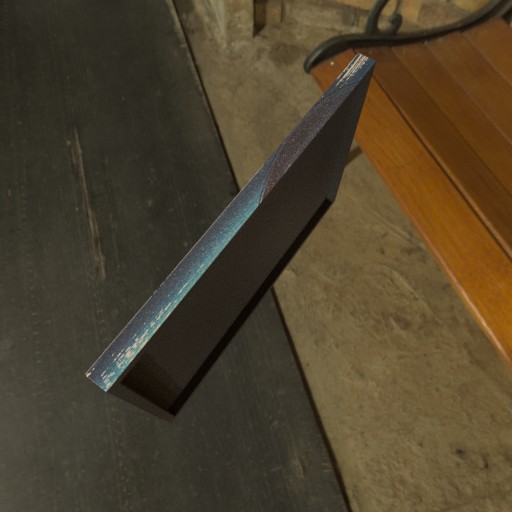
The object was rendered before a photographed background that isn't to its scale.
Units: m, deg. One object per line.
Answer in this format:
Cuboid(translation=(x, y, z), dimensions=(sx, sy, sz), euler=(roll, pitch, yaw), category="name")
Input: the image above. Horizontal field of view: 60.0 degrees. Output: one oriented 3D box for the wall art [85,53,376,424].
Cuboid(translation=(0.000, 0.000, 0.772), dimensions=(0.033, 0.406, 0.609), euler=(32, 69, 14), category="wall art")
